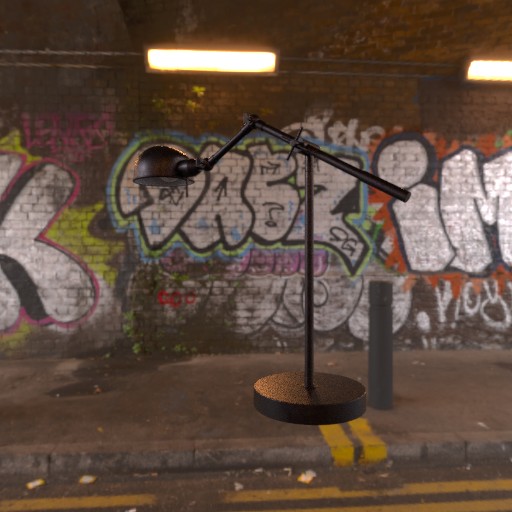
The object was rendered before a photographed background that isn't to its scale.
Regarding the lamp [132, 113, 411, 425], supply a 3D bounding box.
[{"bbox_3d":[0.000,0.000,0.804,0.567,0.495,0.185,0,0,36],"label":"lamp"}]
